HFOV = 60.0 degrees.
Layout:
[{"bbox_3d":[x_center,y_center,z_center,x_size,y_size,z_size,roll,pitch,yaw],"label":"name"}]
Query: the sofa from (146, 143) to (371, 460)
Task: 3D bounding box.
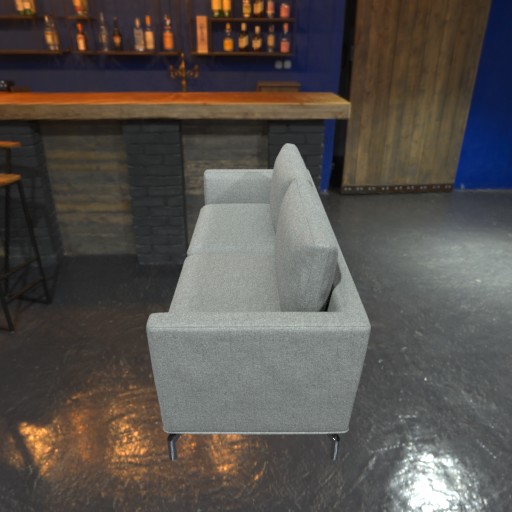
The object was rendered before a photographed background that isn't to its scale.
[{"bbox_3d":[0.000,0.000,2.736,0.869,1.002,2.212,0,26,0],"label":"sofa"}]
